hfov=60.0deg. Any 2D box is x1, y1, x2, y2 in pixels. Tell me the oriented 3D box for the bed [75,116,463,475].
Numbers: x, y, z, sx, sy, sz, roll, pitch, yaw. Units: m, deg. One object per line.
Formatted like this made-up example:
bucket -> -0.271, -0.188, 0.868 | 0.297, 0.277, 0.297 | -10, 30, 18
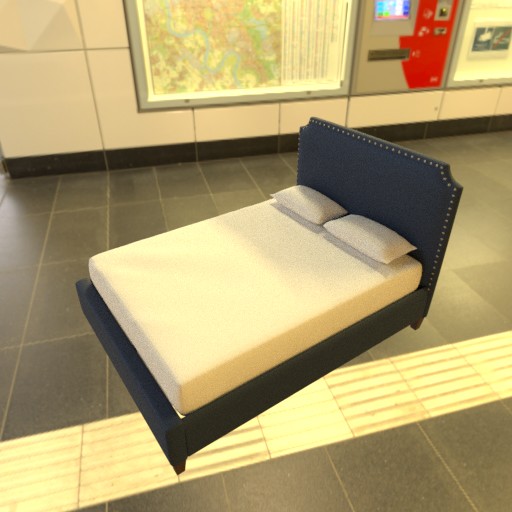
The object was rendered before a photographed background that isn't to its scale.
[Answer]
bed -> 0.000, 0.000, 3.394 | 2.372, 1.443, 1.712 | -21, 38, -29
